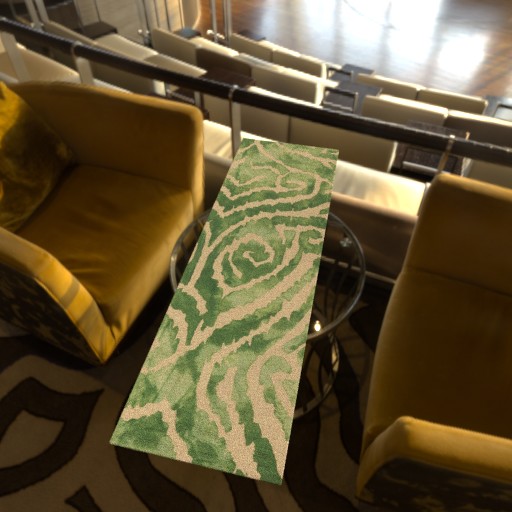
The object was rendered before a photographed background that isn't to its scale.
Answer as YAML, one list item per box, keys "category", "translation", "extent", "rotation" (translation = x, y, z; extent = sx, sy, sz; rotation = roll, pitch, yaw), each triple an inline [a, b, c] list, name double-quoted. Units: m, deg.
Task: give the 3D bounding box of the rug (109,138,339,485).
- category: "rug"
  translation: [0.000, 0.000, 2.674]
  extent: [0.761, 0.006, 2.438]
  rotation: [9, 48, 9]
